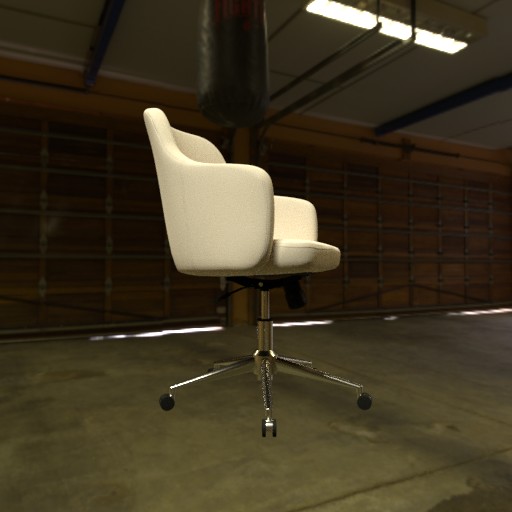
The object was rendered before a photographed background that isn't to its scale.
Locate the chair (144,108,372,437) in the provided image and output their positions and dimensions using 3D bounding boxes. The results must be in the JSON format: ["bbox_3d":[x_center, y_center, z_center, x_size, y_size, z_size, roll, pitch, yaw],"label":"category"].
[{"bbox_3d":[0.000,0.000,1.286,0.647,0.819,0.602,0,-1,18],"label":"chair"}]
